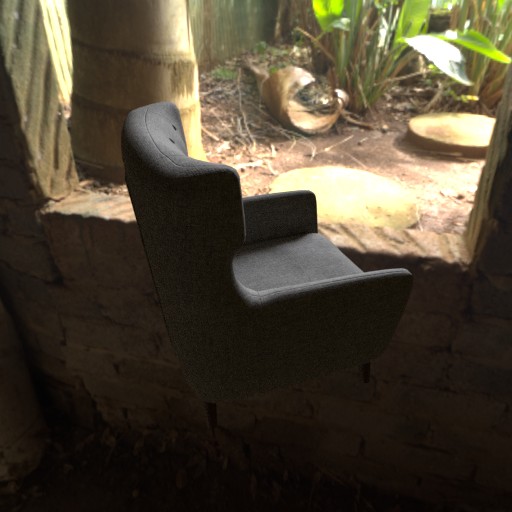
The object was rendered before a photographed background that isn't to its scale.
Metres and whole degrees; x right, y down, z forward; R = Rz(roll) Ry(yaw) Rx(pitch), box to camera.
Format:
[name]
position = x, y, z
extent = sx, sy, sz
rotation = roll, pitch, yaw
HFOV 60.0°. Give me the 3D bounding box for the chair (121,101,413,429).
[chair]
position = 0.000, 0.000, 1.763
extent = 0.904, 1.063, 0.878
rotation = -10, 32, -17
